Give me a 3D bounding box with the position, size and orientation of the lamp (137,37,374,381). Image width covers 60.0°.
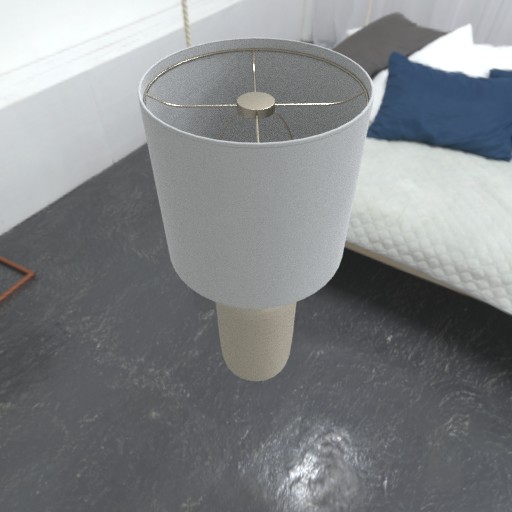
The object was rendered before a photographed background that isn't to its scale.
[{"bbox_3d":[0.000,0.000,0.589,0.220,0.475,0.220,9,46,8],"label":"lamp"}]
